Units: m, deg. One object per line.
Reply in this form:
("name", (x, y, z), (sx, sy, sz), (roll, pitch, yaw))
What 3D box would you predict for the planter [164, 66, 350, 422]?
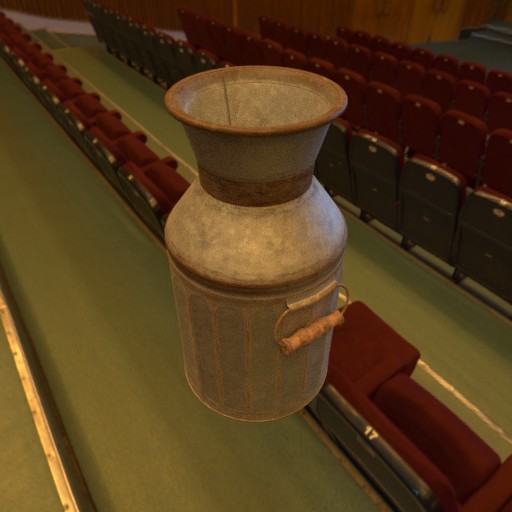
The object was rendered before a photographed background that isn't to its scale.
("planter", (0.000, 0.000, 0.540), (0.214, 0.396, 0.245), (-24, 45, -26))
